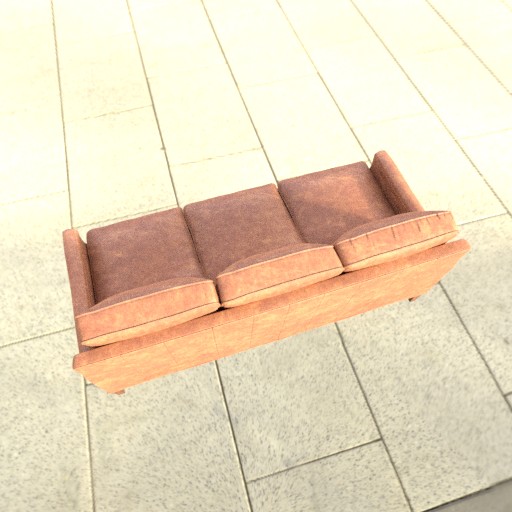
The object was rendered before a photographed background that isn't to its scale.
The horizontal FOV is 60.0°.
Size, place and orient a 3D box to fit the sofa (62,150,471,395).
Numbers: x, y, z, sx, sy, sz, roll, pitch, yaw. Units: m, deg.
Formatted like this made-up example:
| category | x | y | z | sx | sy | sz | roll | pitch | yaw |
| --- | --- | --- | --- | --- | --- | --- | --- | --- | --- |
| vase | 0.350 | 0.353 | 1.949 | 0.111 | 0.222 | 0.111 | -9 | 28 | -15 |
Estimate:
| category | x | y | z | sx | sy | sz | roll | pitch | yaw |
| --- | --- | --- | --- | --- | --- | --- | --- | --- | --- |
| sofa | 0.000 | 0.000 | 2.813 | 2.246 | 1.003 | 1.084 | -16 | 60 | -9 |
